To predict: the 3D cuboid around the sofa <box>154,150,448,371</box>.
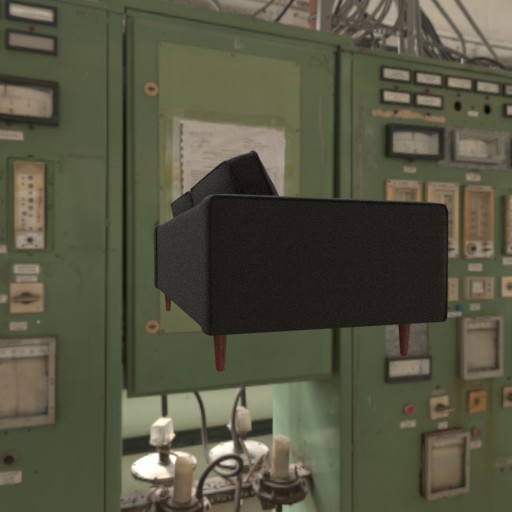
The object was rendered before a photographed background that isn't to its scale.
[{"bbox_3d":[0.000,0.000,2.353,0.914,0.759,1.875,0,1,-18],"label":"sofa"}]
